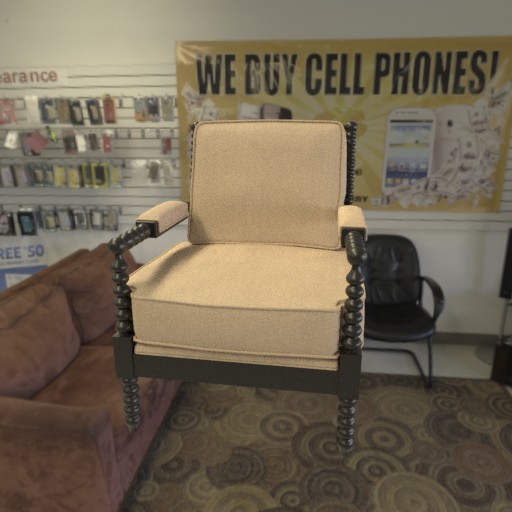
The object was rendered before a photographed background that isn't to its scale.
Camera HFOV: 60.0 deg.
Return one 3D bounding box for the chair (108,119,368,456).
[{"bbox_3d":[0.000,0.000,1.181,0.555,0.703,0.657,3,16,9],"label":"chair"}]
